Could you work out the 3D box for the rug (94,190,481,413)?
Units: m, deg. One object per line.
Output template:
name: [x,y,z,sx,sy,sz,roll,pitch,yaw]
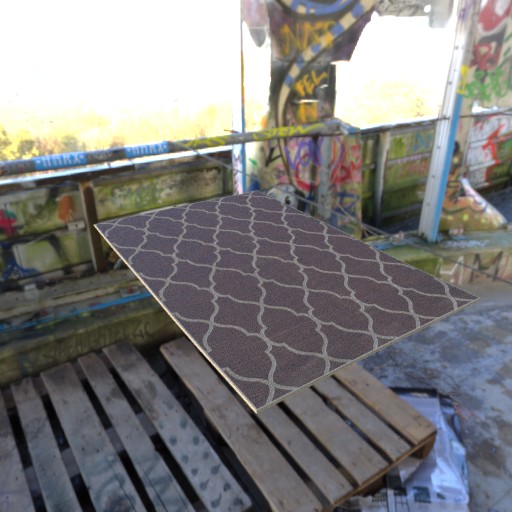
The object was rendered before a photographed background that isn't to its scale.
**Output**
rug: [0.000,0.000,2.964,1.528,0.014,2.294,-17,31,-29]
